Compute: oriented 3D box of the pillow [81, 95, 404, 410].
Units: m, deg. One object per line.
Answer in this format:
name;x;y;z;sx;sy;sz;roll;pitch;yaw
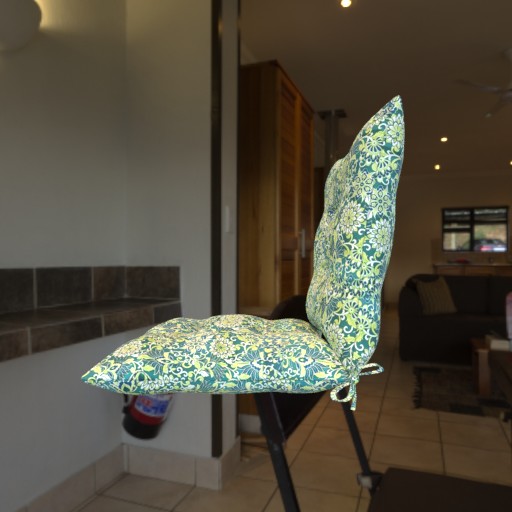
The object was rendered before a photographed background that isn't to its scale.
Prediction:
pillow;0.000;0.000;0.998;0.585;0.536;0.541;0;-1;1
